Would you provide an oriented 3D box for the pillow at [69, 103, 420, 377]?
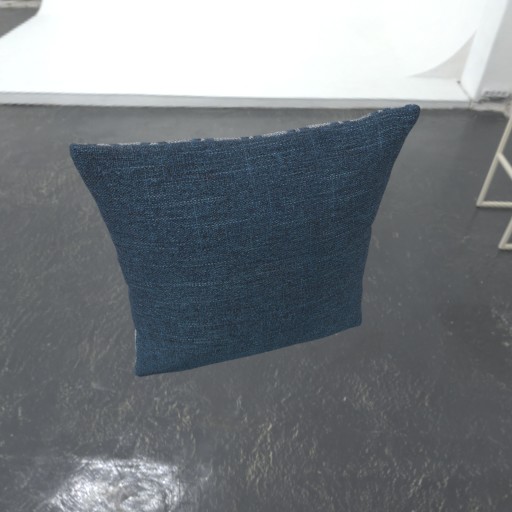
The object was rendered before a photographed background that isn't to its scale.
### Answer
[{"bbox_3d":[0.000,0.000,0.670,0.435,0.435,0.159,-12,43,-13],"label":"pillow"}]
